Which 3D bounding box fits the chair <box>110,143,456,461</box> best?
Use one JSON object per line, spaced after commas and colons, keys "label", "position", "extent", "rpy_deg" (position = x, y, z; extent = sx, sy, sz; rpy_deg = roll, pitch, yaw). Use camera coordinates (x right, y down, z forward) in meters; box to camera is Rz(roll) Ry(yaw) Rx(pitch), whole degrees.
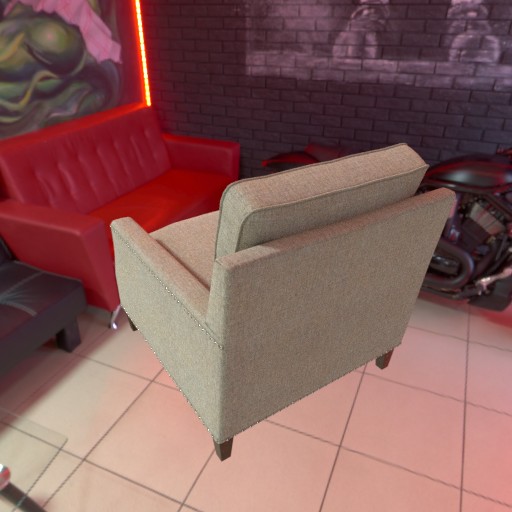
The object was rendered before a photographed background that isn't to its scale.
{"label": "chair", "position": [0.000, 0.000, 1.707], "extent": [0.853, 0.943, 1.014], "rpy_deg": [-18, 34, -29]}
